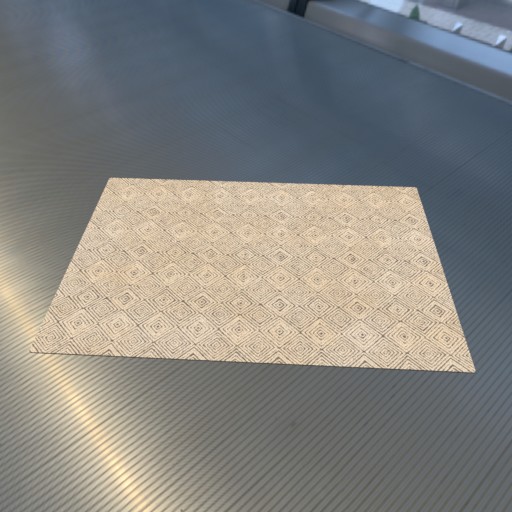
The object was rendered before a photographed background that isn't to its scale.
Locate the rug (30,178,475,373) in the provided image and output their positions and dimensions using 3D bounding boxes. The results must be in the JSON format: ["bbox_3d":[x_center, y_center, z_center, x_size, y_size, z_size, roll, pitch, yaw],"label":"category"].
[{"bbox_3d":[0.000,0.000,2.171,1.783,0.008,1.175,2,46,2],"label":"rug"}]
